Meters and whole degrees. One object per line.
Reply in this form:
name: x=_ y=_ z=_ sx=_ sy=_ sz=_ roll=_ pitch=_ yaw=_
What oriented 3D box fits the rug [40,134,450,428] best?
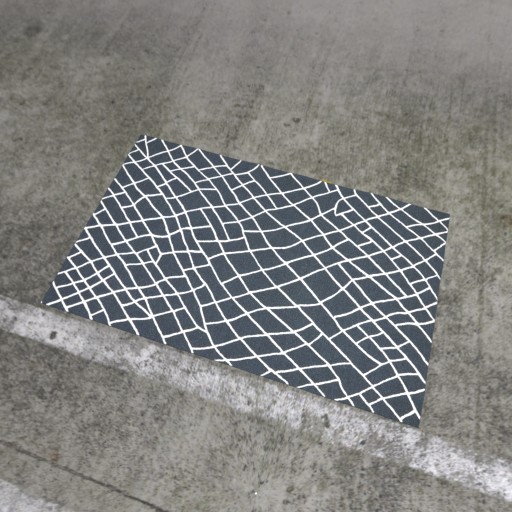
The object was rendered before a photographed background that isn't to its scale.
rug: x=0.000 y=0.000 z=3.031 sx=2.448 sy=0.017 sz=1.529 roll=16 pitch=63 yaw=8
